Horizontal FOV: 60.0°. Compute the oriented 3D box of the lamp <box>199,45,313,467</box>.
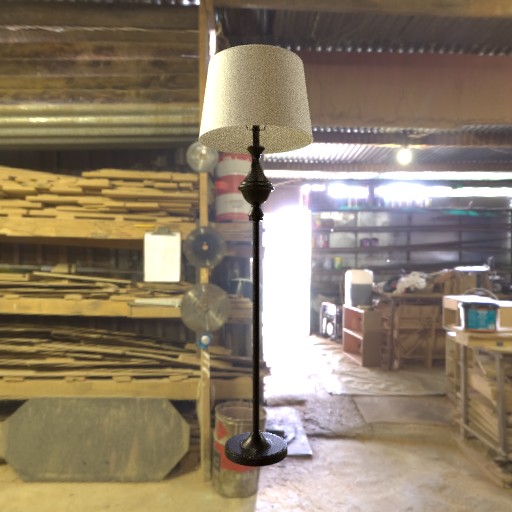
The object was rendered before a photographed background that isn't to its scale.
[{"bbox_3d":[0.000,0.000,1.678,0.431,1.484,0.431,0,0,0],"label":"lamp"}]
